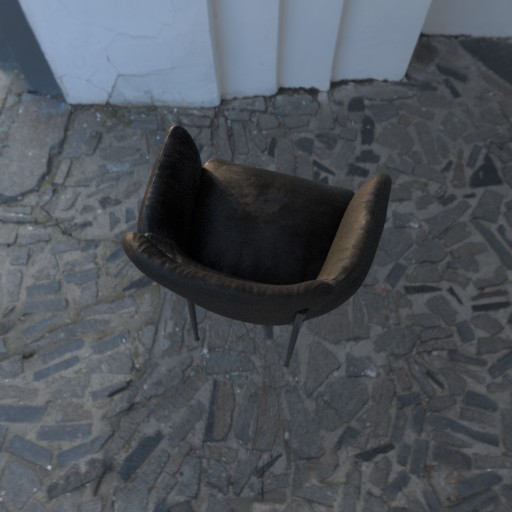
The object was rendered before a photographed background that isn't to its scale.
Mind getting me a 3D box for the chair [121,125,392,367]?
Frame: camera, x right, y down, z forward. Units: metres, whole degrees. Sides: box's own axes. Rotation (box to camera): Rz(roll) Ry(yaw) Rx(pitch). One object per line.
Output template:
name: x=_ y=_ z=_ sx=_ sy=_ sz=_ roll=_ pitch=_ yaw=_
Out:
chair: x=0.000 y=0.000 z=1.295 sx=0.640 sy=0.818 sz=0.604 roll=15 pitch=64 yaw=7
